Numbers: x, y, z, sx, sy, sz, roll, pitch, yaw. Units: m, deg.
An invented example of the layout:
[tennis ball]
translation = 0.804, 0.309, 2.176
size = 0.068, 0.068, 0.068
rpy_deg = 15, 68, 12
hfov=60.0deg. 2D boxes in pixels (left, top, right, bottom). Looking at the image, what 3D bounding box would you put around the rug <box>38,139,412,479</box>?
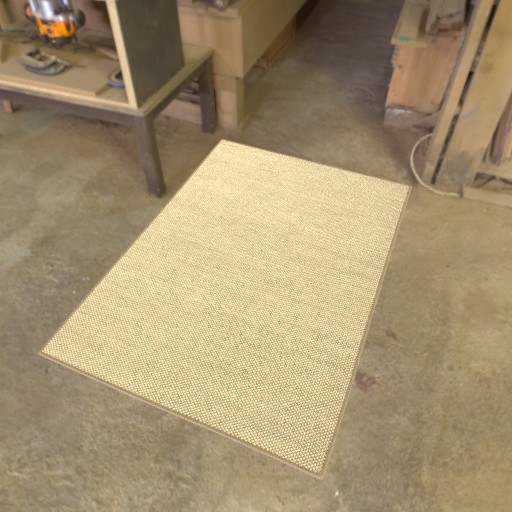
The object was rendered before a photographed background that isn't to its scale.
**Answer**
[rug]
translation = 0.000, 0.000, 2.700
size = 1.517, 0.013, 2.115
rpy_deg = 18, 50, 15
